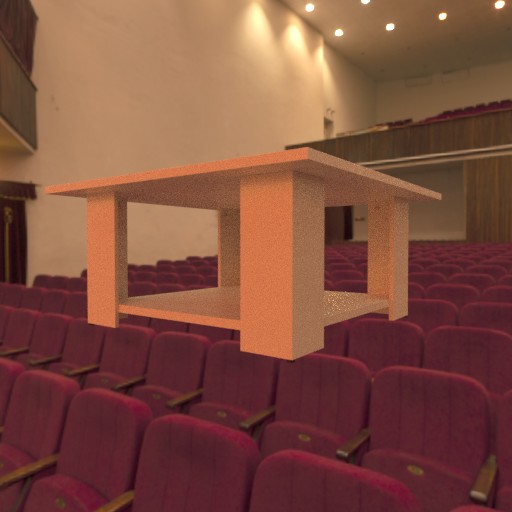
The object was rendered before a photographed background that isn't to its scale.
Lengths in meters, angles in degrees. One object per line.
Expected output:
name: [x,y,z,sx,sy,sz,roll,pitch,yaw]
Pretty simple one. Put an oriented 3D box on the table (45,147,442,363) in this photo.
table: [0.000,0.000,1.056,0.670,0.305,0.670,1,2,37]
